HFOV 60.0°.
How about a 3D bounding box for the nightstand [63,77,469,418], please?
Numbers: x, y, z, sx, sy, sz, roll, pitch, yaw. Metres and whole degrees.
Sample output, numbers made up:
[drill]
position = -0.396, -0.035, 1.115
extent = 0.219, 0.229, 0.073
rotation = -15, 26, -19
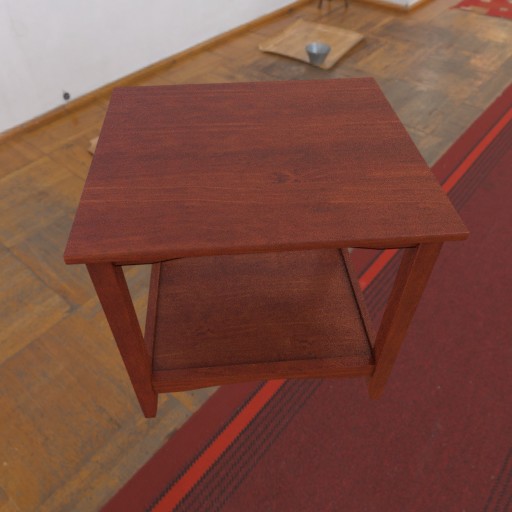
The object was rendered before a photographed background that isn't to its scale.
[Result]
[nightstand]
position = 0.000, 0.000, 0.976
extent = 0.558, 0.558, 0.501
rotation = -4, 46, -3
